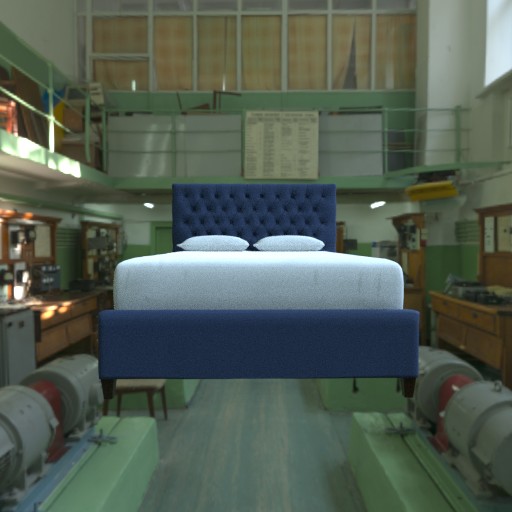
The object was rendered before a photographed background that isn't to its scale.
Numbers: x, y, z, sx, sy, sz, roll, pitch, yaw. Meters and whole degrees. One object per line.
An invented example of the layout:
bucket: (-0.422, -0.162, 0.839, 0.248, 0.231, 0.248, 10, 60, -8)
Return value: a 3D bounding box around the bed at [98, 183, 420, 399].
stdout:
bed: (0.000, 0.000, 3.472, 1.706, 1.427, 2.387, 0, 2, -1)
